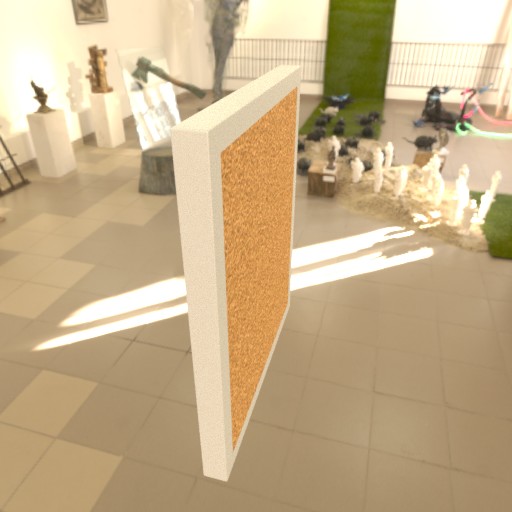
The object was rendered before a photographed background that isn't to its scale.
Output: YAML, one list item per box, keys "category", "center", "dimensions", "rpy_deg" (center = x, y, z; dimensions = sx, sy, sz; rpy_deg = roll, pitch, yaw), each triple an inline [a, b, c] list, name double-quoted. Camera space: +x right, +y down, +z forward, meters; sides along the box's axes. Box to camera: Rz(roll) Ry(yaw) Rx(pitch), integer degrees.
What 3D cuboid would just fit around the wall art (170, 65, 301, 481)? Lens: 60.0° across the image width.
- category: "wall art"
  center: [0.000, 0.000, 0.527]
  dimensions: [0.028, 0.381, 0.331]
  rpy_deg: [8, 31, 13]
